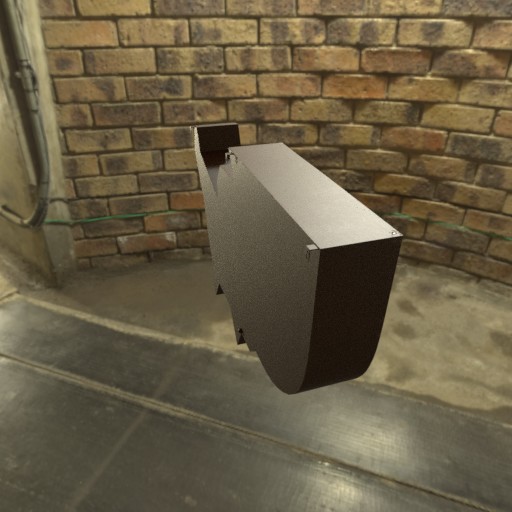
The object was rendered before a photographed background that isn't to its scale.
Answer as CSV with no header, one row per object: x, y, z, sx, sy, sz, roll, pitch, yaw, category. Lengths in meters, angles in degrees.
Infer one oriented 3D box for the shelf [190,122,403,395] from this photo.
0.000,0.000,0.891,0.112,0.439,0.729,-9,31,-15,shelf
